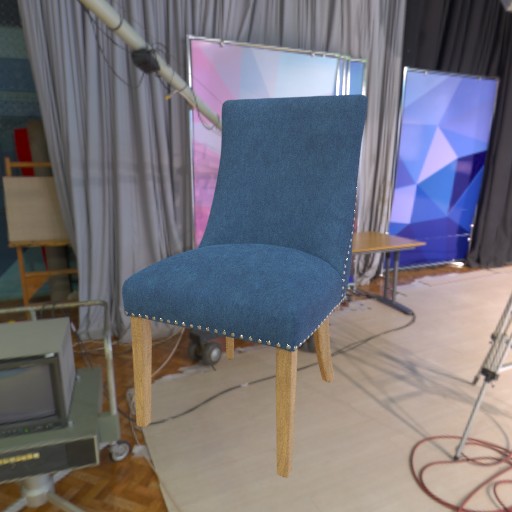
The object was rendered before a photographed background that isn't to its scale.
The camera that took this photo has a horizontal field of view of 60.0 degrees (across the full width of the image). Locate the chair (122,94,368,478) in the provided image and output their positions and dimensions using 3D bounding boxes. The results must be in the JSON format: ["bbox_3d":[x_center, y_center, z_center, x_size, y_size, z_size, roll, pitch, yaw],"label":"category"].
[{"bbox_3d":[0.000,0.000,1.271,0.495,0.902,0.610,7,16,25],"label":"chair"}]
